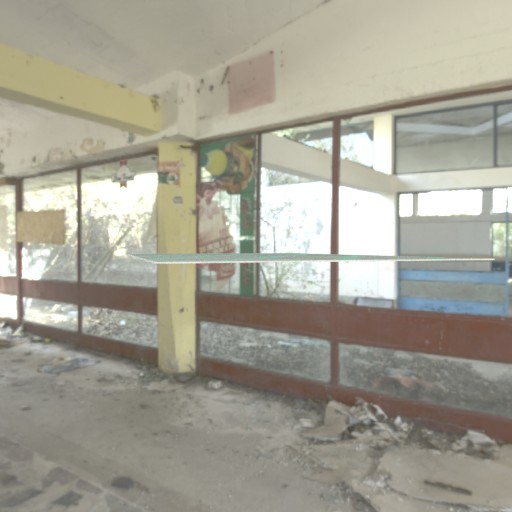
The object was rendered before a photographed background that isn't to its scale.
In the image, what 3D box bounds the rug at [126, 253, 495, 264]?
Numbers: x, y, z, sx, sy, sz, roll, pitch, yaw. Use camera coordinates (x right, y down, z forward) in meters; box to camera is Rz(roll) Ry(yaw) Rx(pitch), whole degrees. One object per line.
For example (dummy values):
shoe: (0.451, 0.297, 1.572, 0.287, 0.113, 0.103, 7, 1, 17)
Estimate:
rug: (0.000, 0.000, 2.859, 1.524, 0.006, 2.286, 0, 1, -19)
